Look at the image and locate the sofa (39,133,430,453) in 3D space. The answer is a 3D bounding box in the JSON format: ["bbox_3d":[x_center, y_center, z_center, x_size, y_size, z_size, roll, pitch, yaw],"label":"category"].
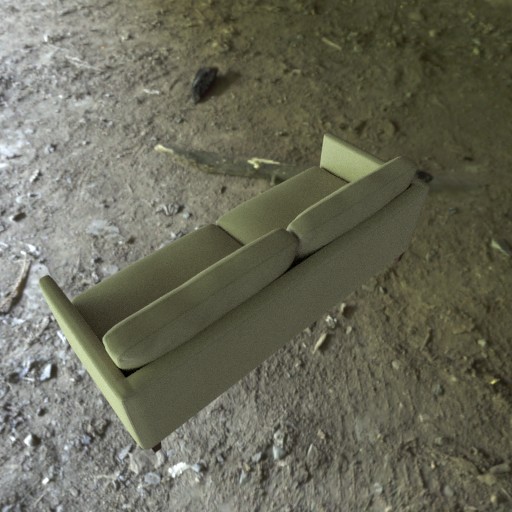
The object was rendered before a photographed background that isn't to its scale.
[{"bbox_3d":[0.000,0.000,2.905,2.404,0.912,0.988,-32,54,-27],"label":"sofa"}]
